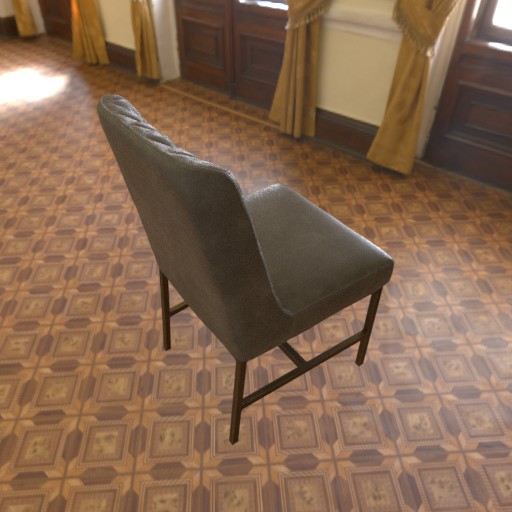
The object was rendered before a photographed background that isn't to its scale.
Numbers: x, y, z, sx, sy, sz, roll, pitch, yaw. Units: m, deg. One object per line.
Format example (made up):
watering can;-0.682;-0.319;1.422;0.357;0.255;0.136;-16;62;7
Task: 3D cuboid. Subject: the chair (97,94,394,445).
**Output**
chair;0.000;0.000;1.223;0.587;0.889;0.508;-25;46;-27
